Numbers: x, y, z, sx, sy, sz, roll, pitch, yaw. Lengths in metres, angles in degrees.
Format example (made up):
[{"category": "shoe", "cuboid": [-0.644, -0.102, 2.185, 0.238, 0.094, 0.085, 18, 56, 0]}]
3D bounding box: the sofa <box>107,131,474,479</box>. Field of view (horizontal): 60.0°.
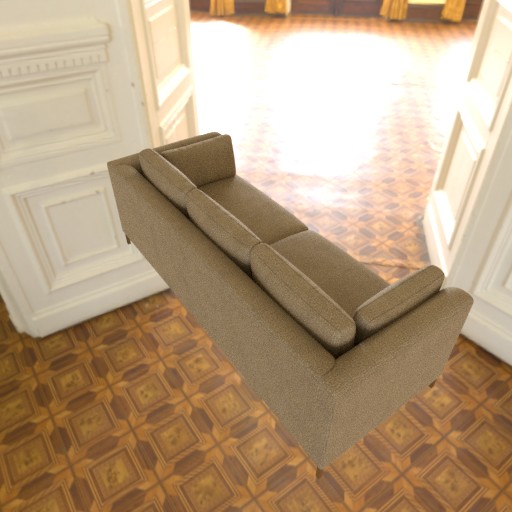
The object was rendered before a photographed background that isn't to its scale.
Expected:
[{"category": "sofa", "cuboid": [0.000, 0.000, 2.917, 0.969, 0.867, 2.415, -25, 46, -27]}]
